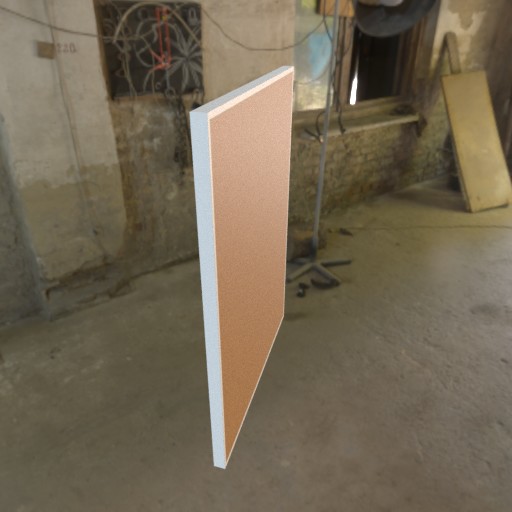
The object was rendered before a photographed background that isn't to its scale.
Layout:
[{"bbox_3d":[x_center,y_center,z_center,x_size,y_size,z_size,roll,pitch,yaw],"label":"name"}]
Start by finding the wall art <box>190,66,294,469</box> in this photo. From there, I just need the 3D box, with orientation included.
[{"bbox_3d":[0.000,0.000,1.427,0.039,1.050,0.795,8,30,14],"label":"wall art"}]
